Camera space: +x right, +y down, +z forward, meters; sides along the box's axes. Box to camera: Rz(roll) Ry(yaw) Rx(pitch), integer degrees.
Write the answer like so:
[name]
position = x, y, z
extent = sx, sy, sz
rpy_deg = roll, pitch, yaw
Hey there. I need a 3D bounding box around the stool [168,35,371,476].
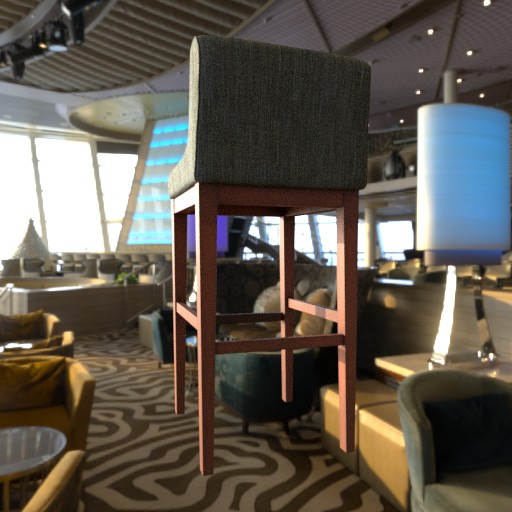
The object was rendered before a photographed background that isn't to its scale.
[stool]
position = 0.000, 0.000, 1.220
extent = 0.426, 0.965, 0.499
rpy_deg = 0, 0, -18
